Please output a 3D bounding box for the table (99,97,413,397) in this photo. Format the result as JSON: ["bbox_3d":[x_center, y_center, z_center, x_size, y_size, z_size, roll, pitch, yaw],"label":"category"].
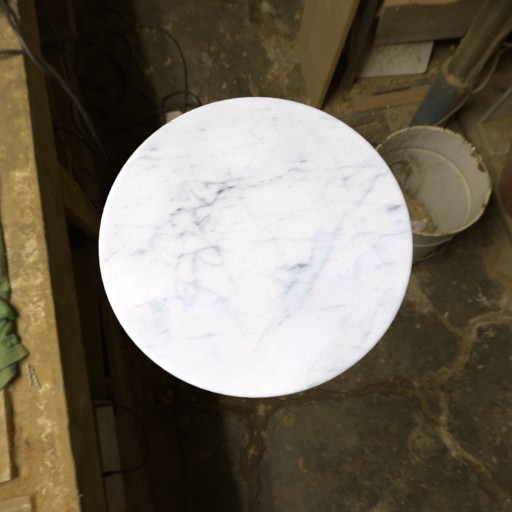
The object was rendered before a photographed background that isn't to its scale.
[{"bbox_3d":[0.000,0.000,1.345,0.800,0.450,0.800,0,75,0],"label":"table"}]
